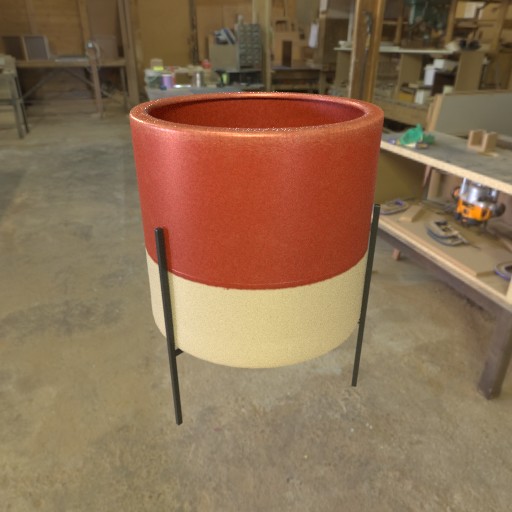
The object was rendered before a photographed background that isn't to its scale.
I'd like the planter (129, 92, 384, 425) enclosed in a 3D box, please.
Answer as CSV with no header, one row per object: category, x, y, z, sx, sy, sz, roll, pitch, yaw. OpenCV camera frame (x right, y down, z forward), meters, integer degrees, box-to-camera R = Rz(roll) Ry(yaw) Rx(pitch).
planter,0.000,0.000,0.719,0.345,0.465,0.354,-7,28,-14
